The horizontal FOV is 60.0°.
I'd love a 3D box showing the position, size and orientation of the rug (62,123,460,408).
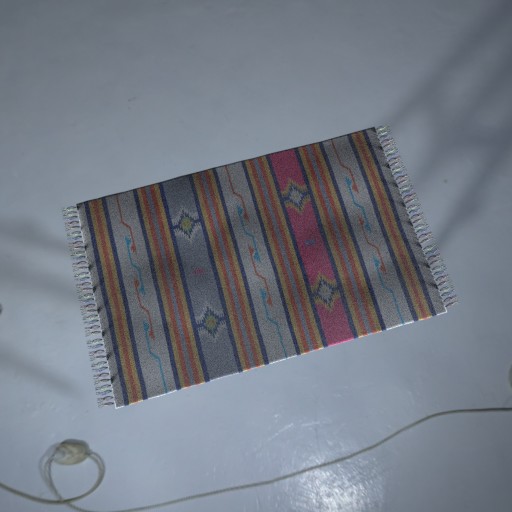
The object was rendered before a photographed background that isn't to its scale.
[{"bbox_3d":[0.000,0.000,2.290,1.849,0.013,1.084,-15,76,-4],"label":"rug"}]
